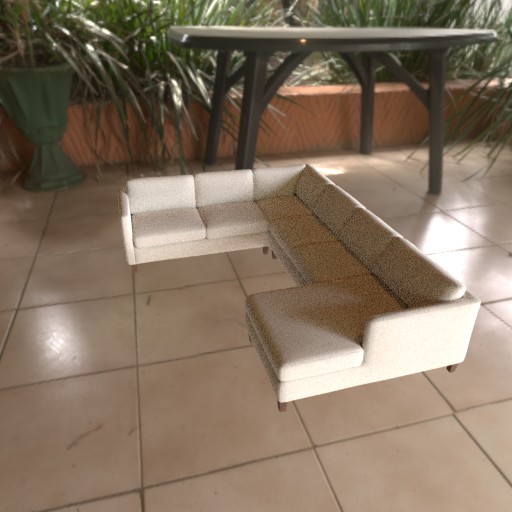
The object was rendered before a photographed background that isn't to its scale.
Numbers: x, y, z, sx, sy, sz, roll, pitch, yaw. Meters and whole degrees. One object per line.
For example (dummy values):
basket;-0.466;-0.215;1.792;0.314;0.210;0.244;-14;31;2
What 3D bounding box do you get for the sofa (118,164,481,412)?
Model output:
sofa;0.000;0.000;4.392;2.551;0.853;3.238;-8;30;-14
